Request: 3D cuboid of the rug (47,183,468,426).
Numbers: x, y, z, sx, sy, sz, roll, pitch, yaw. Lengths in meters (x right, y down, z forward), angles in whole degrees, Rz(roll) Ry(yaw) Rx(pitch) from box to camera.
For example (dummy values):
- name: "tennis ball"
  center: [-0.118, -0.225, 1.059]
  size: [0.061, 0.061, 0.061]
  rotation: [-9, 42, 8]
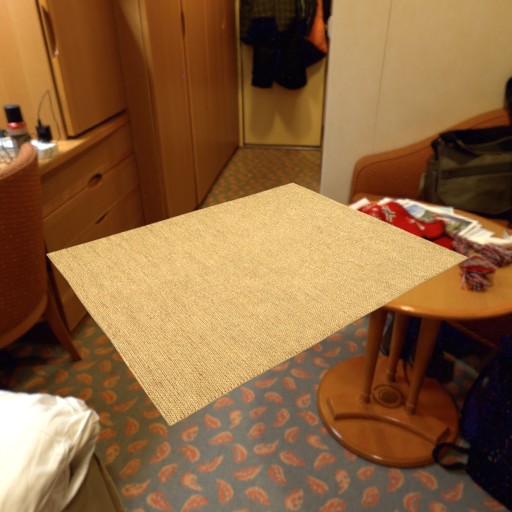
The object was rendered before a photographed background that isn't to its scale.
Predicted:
- name: "rug"
  center: [0.000, 0.000, 4.067]
  size: [3.034, 0.012, 2.406]
  rotation: [-21, 36, -32]
